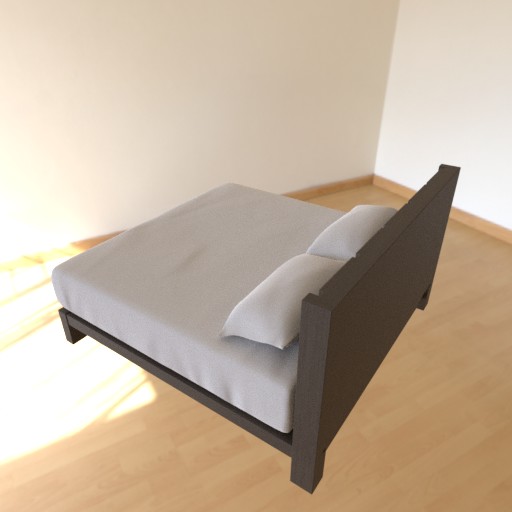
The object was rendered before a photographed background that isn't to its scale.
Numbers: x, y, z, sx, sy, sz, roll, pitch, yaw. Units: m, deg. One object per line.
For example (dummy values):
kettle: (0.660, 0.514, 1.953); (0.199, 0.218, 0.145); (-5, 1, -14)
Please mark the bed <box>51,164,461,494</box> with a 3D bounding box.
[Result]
bed: (0.000, 0.000, 3.420); (2.238, 1.261, 2.143); (20, 36, 30)
